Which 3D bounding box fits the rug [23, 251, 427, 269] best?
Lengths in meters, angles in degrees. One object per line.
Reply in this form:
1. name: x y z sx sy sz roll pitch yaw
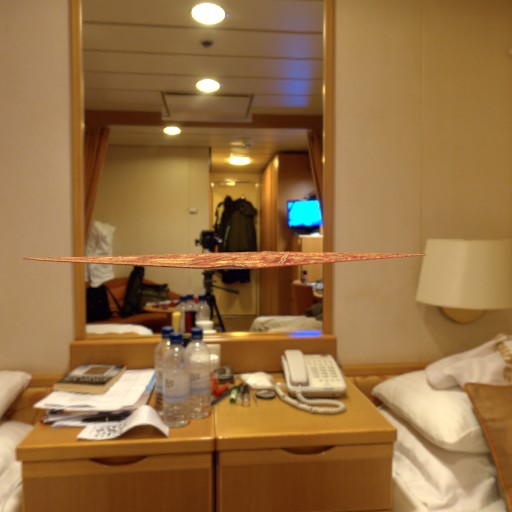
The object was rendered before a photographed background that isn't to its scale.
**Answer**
1. rug: 0.000 0.000 2.898 1.521 0.026 2.286 1 2 37
